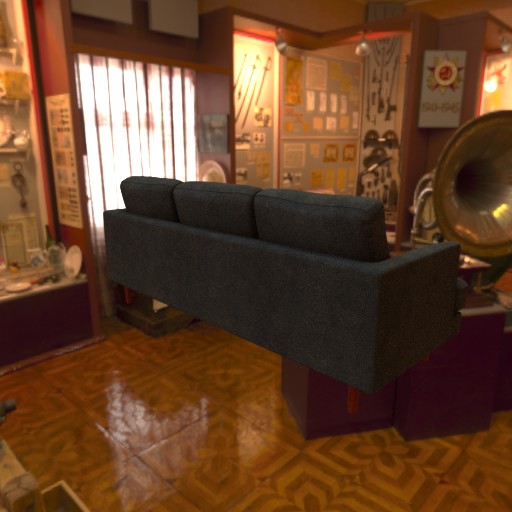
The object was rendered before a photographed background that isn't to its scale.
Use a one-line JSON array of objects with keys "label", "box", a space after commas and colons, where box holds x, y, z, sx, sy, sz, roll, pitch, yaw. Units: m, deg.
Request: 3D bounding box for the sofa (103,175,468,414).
[{"label": "sofa", "box": [0.000, 0.000, 2.742, 0.903, 0.930, 2.246, -13, 19, -43]}]
